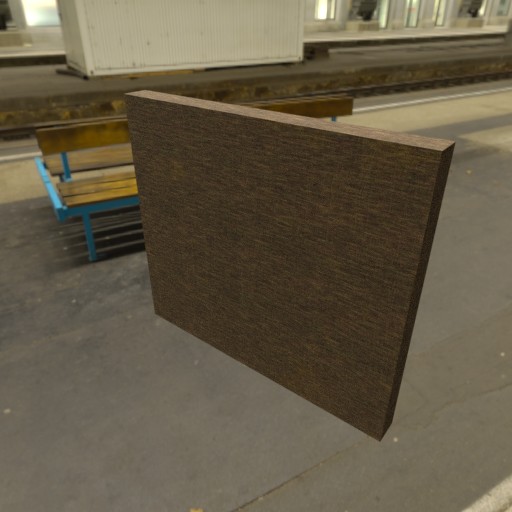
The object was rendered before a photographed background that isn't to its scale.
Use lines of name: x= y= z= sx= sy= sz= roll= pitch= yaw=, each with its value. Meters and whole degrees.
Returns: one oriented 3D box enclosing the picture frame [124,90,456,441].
picture frame: x=0.000 y=0.000 z=0.525 sx=0.378 sy=0.330 sz=0.033 roll=21 pitch=36 yaw=32
